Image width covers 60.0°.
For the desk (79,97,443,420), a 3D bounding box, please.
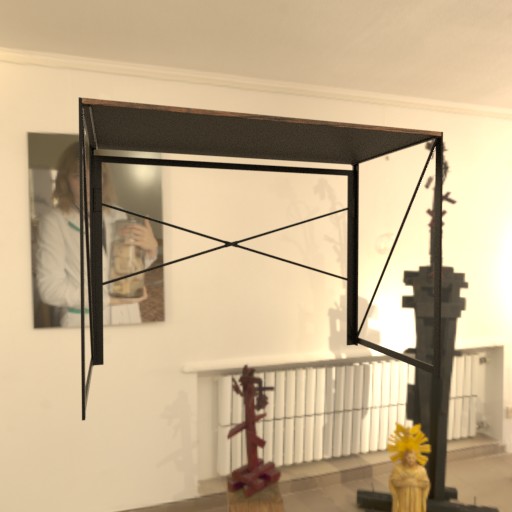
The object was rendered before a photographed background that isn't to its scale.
[{"bbox_3d":[0.000,0.000,1.418,1.015,0.747,0.505,0,2,-18],"label":"desk"}]
